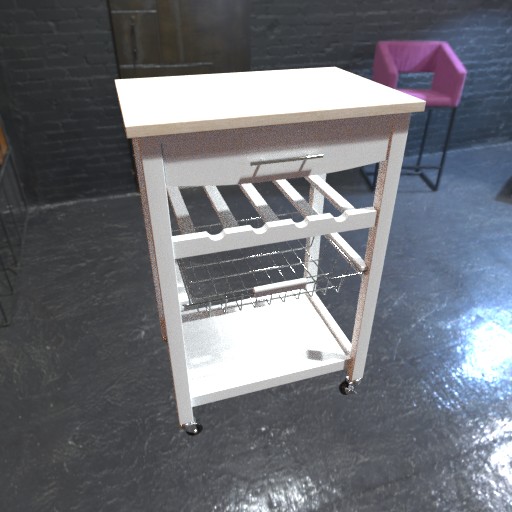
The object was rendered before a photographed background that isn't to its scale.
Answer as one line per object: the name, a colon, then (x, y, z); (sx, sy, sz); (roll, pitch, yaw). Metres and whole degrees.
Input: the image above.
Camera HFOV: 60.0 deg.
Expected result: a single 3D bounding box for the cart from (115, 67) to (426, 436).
cart: (0.000, 0.000, 1.193); (0.578, 0.857, 0.406); (-10, 34, -15)
